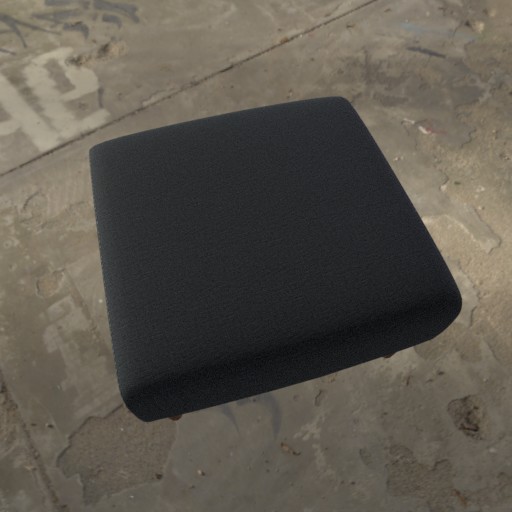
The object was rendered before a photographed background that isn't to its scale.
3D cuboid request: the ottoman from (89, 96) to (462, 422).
[{"bbox_3d":[0.000,0.000,1.066,0.650,0.398,0.649,-14,60,-8],"label":"ottoman"}]
